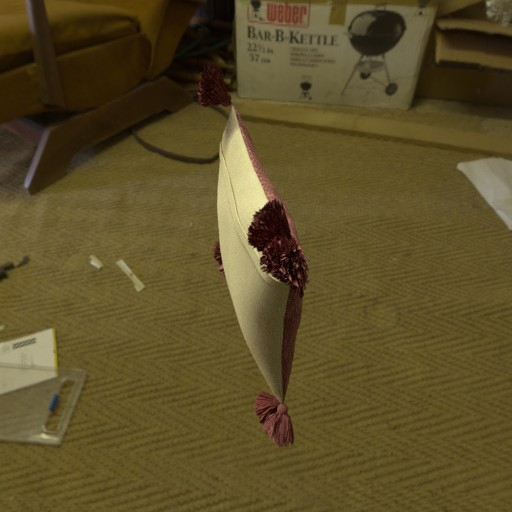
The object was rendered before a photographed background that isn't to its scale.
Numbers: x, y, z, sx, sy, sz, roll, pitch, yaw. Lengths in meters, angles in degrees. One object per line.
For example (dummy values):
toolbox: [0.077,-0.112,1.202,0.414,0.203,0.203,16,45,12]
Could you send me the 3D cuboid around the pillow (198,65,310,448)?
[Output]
pillow: [0.000,0.000,0.973,0.138,0.659,0.641,-10,47,-10]
